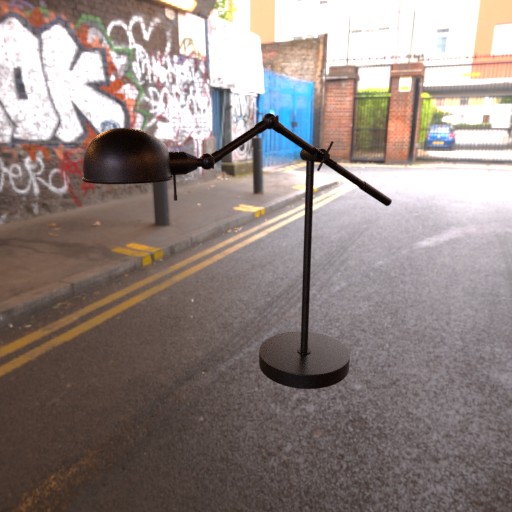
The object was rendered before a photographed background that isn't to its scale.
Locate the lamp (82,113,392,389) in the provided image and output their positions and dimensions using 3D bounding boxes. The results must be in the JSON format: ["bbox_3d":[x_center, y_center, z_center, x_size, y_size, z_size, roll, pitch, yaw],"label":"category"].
[{"bbox_3d":[0.000,0.000,0.808,0.567,0.495,0.185,-7,18,-24],"label":"lamp"}]
